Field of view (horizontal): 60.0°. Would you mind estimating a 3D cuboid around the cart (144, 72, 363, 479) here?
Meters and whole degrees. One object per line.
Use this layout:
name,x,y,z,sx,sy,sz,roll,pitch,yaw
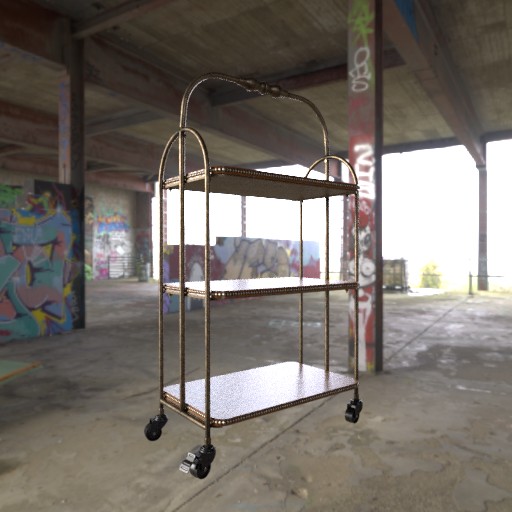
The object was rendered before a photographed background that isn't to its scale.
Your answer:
cart,0.000,0.000,1.325,0.650,1.052,0.330,-1,1,-38
